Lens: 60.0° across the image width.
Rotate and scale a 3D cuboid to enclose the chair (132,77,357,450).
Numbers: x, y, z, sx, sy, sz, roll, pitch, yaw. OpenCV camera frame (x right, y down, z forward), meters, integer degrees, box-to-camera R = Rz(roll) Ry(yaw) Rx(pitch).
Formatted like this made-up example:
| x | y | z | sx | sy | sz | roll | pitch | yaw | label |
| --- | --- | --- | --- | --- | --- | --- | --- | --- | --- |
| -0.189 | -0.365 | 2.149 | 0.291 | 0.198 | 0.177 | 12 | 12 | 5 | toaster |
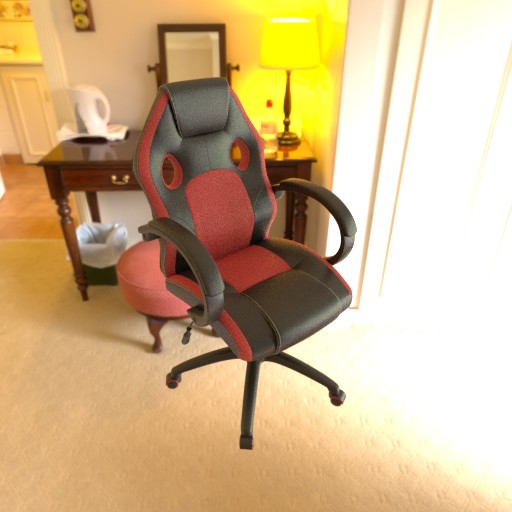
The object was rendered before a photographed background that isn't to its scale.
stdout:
| x | y | z | sx | sy | sz | roll | pitch | yaw | label |
| --- | --- | --- | --- | --- | --- | --- | --- | --- | --- |
| 0.000 | 0.000 | 1.697 | 0.750 | 1.189 | 0.783 | -22 | 37 | -32 | chair |
